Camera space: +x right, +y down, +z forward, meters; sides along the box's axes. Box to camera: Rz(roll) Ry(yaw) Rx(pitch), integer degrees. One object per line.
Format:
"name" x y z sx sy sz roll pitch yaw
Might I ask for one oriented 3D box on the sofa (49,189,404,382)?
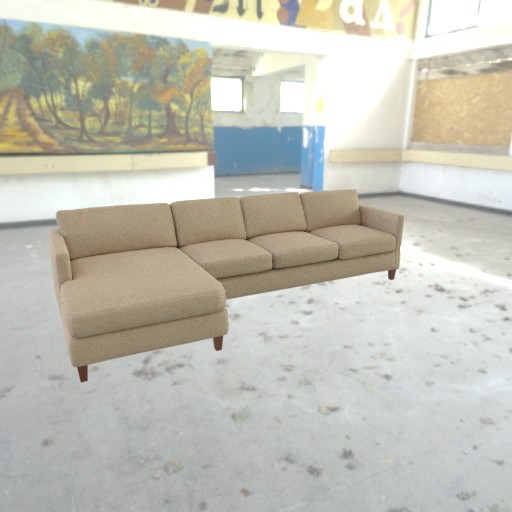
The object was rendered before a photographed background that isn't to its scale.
"sofa" 0.000 0.000 3.841 3.201 0.876 1.502 -8 18 -25
